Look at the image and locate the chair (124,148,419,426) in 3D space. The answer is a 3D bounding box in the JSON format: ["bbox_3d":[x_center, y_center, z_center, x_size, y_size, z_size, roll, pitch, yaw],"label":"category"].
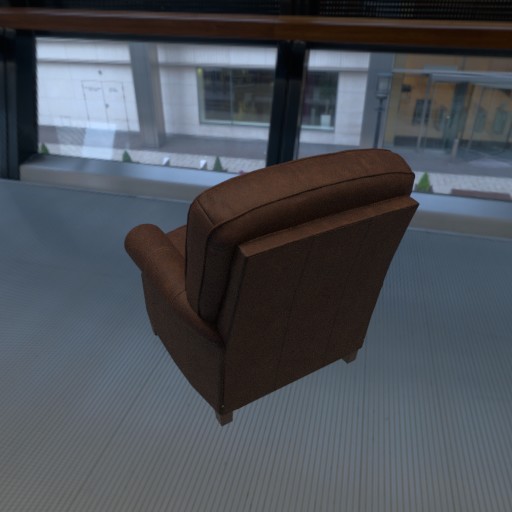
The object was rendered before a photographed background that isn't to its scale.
[{"bbox_3d":[0.000,0.000,1.851,0.936,1.018,0.986,-17,34,-27],"label":"chair"}]
